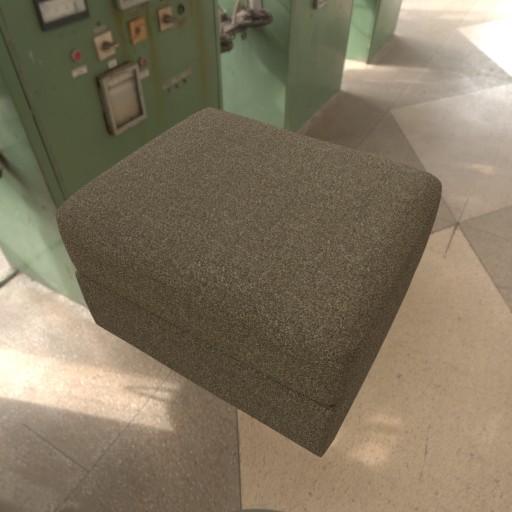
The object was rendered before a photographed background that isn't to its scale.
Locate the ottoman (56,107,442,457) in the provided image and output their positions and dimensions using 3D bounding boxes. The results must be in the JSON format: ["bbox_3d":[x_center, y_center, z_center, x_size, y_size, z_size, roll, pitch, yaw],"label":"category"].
[{"bbox_3d":[0.000,0.000,1.138,0.742,0.476,0.598,23,49,22],"label":"ottoman"}]
